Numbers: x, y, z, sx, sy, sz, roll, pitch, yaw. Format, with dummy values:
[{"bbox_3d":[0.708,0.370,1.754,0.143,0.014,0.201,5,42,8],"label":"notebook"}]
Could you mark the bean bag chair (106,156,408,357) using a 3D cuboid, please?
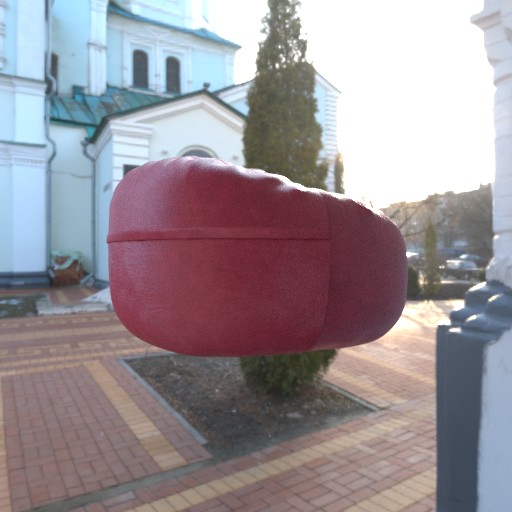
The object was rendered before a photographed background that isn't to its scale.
[{"bbox_3d":[0.000,0.000,2.383,1.524,0.878,1.524,0,0,-18],"label":"bean bag chair"}]
